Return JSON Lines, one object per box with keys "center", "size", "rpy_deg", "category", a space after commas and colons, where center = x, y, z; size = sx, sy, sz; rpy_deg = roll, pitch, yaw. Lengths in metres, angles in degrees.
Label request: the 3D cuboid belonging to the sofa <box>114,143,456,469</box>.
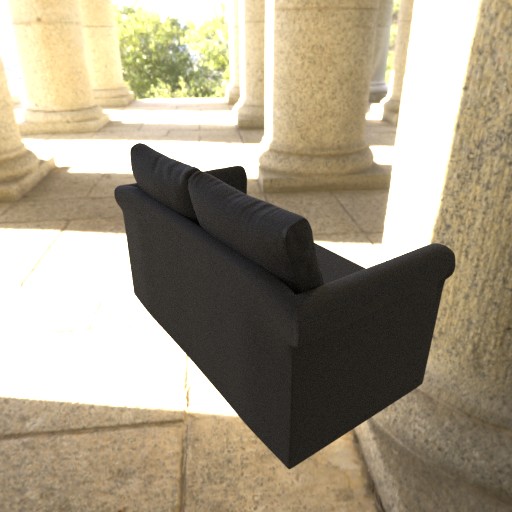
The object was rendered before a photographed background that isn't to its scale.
{"center": [0.000, 0.000, 1.984], "size": [0.741, 0.872, 1.460], "rpy_deg": [-17, 31, -31], "category": "sofa"}
